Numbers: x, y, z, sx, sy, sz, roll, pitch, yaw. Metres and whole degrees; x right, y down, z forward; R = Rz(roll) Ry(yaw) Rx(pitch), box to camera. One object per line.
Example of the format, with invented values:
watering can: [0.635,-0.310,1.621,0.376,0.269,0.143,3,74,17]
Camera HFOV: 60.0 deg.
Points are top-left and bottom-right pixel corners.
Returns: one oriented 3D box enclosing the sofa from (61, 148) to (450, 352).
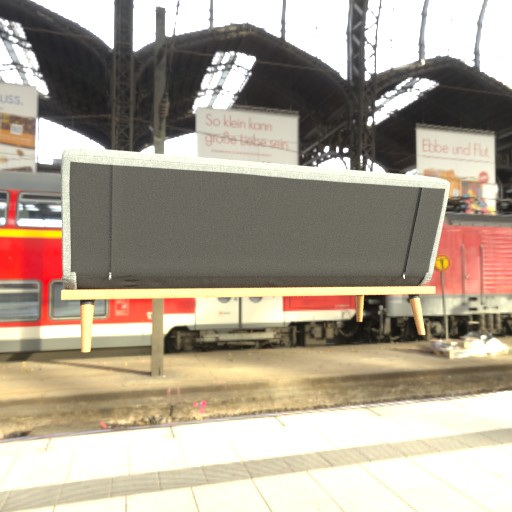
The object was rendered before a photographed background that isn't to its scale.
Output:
sofa: [0.000,0.000,2.280,1.820,0.800,0.800,1,-2,-18]
